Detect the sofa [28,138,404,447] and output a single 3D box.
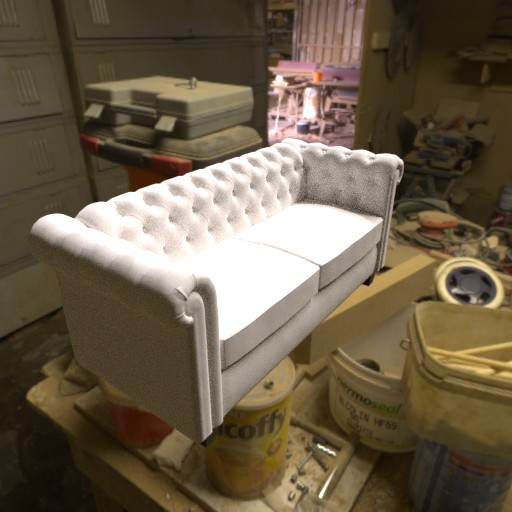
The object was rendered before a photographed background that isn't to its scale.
[{"bbox_3d":[0.000,0.000,2.205,0.771,0.796,1.798,19,33,32],"label":"sofa"}]
